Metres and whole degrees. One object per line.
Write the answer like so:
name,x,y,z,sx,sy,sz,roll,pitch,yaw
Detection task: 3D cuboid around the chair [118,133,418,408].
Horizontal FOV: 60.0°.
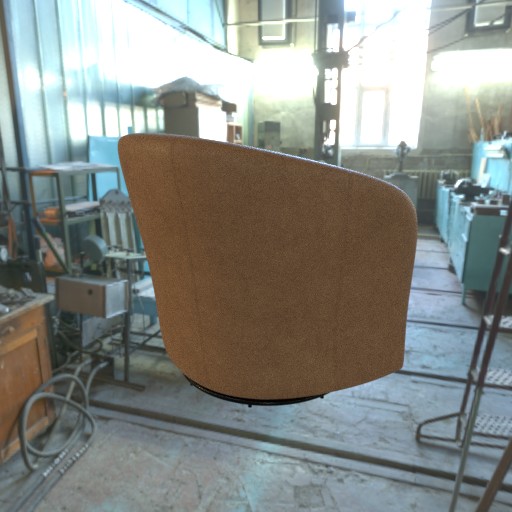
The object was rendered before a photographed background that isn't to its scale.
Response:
chair,0.000,0.000,1.456,0.815,0.771,0.791,-7,16,-26
